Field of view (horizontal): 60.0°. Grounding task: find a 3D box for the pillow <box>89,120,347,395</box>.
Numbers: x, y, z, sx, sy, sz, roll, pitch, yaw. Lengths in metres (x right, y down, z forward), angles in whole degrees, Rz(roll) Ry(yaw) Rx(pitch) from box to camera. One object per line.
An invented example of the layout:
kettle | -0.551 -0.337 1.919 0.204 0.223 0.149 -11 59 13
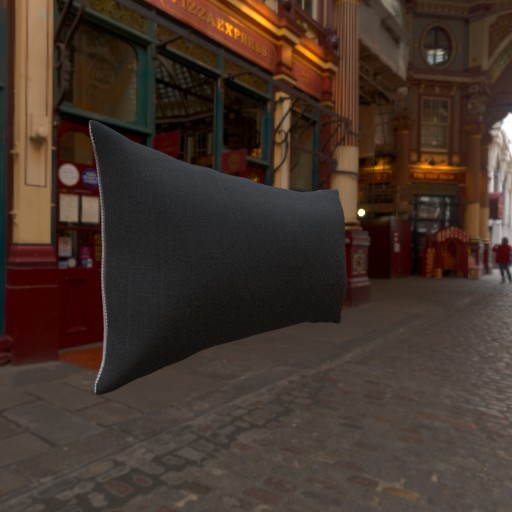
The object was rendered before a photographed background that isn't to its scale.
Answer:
pillow | 0.000 0.000 0.726 0.151 0.305 0.609 1 2 36
